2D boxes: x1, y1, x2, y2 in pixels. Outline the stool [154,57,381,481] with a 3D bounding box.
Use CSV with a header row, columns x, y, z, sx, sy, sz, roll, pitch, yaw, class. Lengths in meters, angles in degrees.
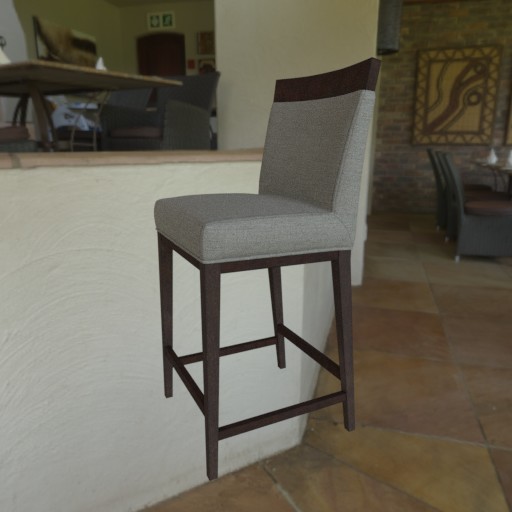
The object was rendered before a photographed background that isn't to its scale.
x,y,z,sx,sy,sz,roll,pitch,yaw,class
0.000,0.000,1.399,0.531,1.117,0.511,-7,17,-25,stool
